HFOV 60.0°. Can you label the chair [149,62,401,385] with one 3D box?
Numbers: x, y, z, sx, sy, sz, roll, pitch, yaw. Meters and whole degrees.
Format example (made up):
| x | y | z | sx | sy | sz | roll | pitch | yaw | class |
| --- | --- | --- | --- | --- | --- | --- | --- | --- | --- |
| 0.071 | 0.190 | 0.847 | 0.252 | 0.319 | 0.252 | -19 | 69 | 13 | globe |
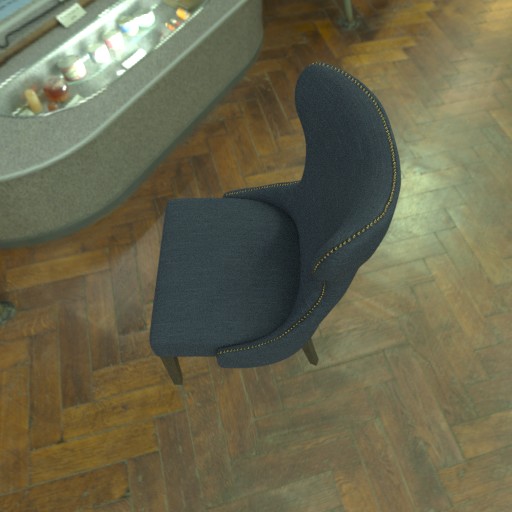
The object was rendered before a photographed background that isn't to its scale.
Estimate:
| x | y | z | sx | sy | sz | roll | pitch | yaw | class |
| --- | --- | --- | --- | --- | --- | --- | --- | --- | --- |
| 0.000 | 0.000 | 1.378 | 0.635 | 0.967 | 0.628 | 0 | 58 | 0 | chair |
